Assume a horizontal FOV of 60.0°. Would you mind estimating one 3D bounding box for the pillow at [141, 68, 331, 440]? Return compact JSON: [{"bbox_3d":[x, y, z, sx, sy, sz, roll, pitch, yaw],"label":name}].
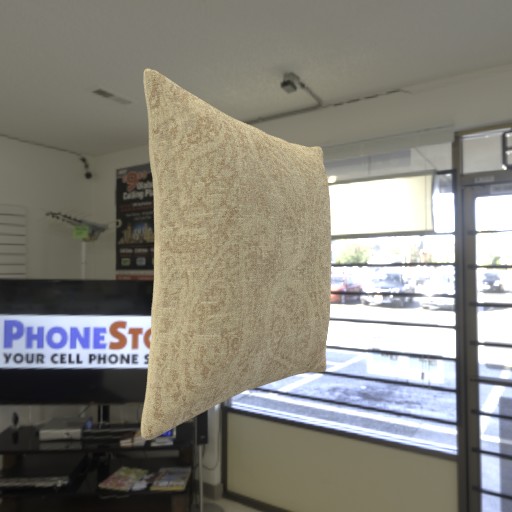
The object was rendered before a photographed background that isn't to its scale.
[{"bbox_3d":[0.000,0.000,0.805,0.166,0.510,0.523,-1,-2,36],"label":"pillow"}]
